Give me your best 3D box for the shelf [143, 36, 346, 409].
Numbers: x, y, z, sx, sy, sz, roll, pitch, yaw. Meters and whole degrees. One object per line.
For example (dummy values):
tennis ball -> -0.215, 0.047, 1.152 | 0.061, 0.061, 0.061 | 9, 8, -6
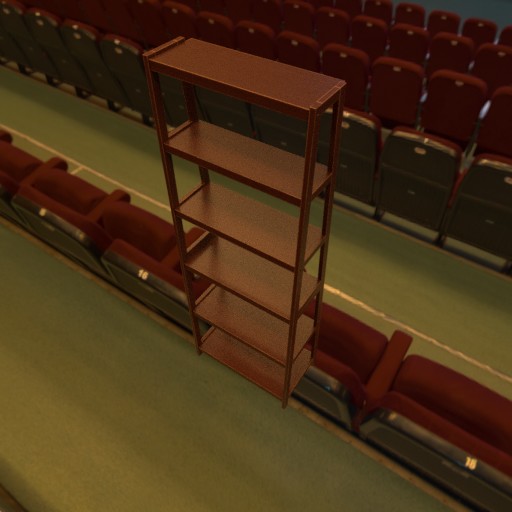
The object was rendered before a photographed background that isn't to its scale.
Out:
shelf -> 0.000, 0.000, 2.144 | 0.660, 1.892, 0.381 | 26, 52, 23
